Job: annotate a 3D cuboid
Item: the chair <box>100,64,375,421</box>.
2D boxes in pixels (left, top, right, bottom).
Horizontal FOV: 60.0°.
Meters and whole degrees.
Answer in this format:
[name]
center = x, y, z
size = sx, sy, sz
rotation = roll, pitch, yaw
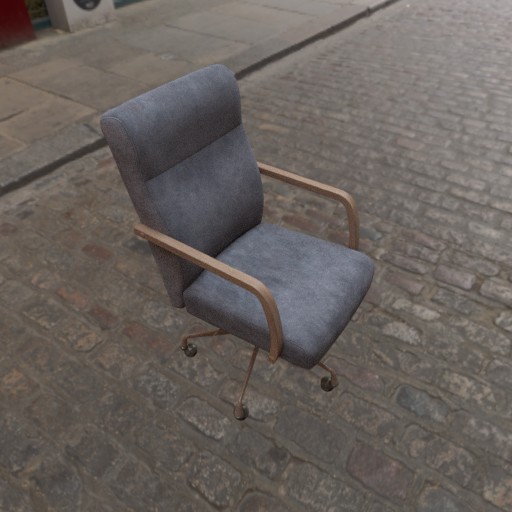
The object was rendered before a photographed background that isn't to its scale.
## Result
[chair]
center = 0.000, 0.000, 1.503
size = 0.741, 1.029, 0.640
rotation = 24, 47, 25
